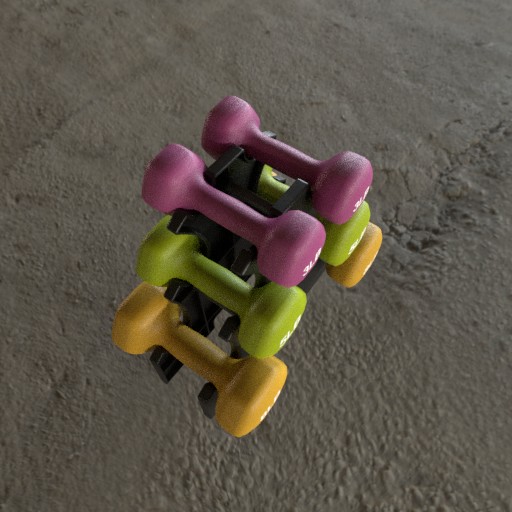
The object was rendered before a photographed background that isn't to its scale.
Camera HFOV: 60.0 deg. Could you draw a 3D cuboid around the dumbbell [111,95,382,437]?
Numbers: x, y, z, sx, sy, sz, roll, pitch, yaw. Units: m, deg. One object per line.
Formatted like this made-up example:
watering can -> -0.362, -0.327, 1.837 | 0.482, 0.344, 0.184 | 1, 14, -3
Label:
dumbbell -> 0.000, 0.000, 0.468 | 0.190, 0.271, 0.300 | 32, 62, 19
